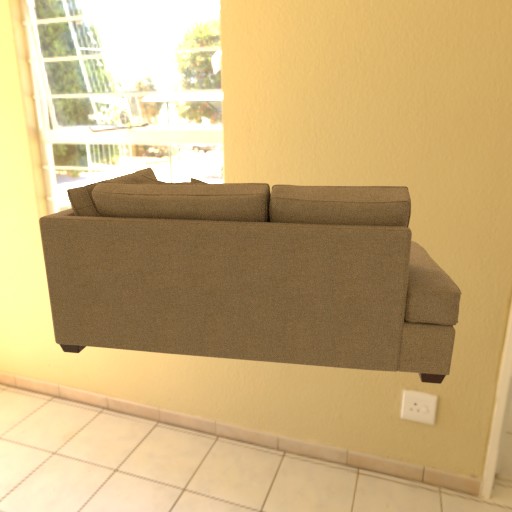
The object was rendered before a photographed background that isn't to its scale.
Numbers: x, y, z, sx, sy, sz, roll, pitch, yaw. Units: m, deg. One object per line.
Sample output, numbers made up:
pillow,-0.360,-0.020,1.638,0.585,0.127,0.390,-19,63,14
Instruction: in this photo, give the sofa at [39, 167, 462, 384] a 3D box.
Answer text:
sofa,0.000,0.000,2.830,2.238,1.019,1.110,3,16,9
